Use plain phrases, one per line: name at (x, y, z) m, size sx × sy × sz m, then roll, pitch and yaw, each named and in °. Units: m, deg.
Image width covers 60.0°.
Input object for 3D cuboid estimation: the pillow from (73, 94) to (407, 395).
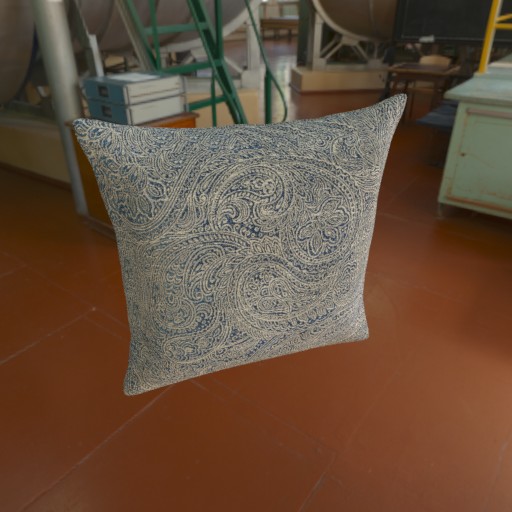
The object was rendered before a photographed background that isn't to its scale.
pillow at (0.000, 0.000, 0.777) m, size 0.523 × 0.510 × 0.166 m, roll -10°, pitch 32°, yaw -16°
